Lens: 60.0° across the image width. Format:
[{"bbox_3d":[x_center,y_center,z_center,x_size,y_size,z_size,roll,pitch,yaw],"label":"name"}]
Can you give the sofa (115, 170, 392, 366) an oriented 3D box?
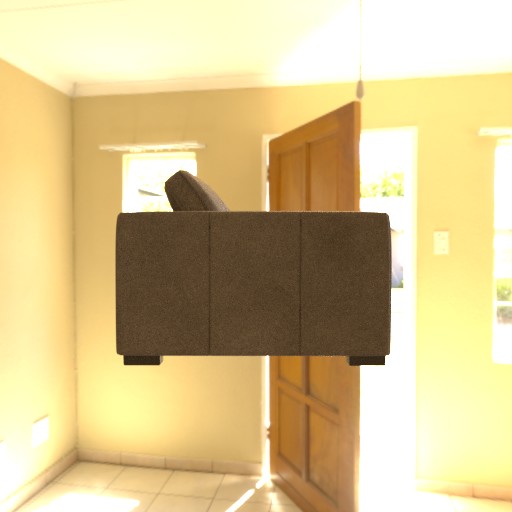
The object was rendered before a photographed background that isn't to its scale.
[{"bbox_3d":[0.000,0.000,2.779,1.070,0.801,2.262,0,1,1],"label":"sofa"}]
